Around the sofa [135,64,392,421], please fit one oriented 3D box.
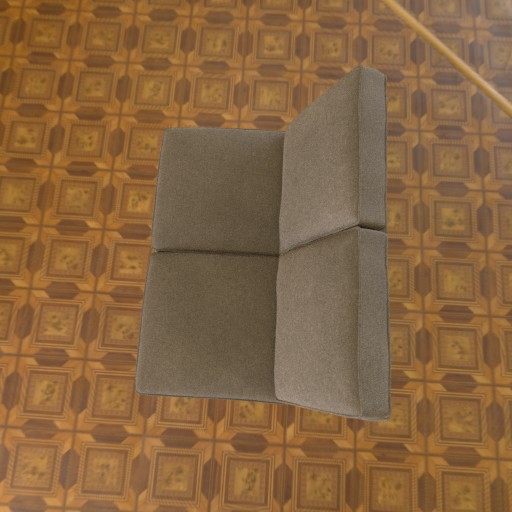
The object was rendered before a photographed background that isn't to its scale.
[{"bbox_3d":[0.000,0.000,1.918,0.951,1.008,1.237,3,77,1],"label":"sofa"}]
